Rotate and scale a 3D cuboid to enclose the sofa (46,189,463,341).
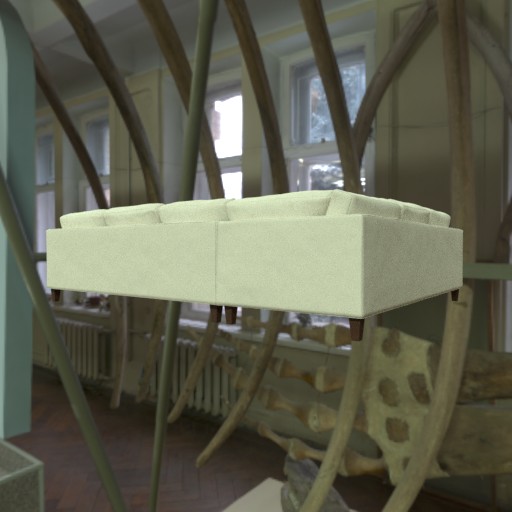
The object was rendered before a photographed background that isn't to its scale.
[{"bbox_3d":[0.000,0.000,4.236,3.182,0.863,2.432,1,1,36],"label":"sofa"}]
